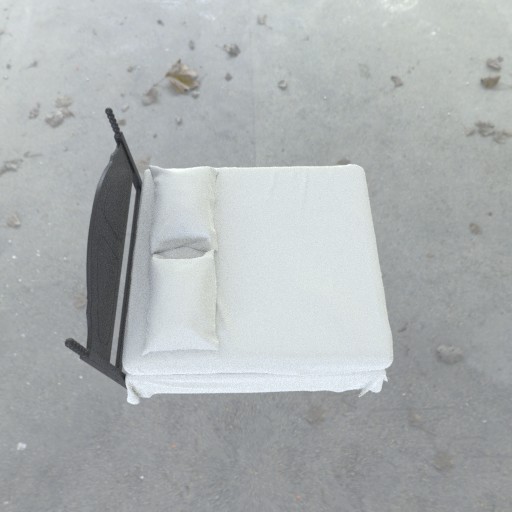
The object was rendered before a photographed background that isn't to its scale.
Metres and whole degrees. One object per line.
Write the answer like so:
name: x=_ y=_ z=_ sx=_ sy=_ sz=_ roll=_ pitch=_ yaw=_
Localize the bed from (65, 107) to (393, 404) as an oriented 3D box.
bed: x=0.000 y=0.000 z=3.255 sx=2.040 sy=1.356 sz=1.873 roll=-1 pitch=64 yaw=0
